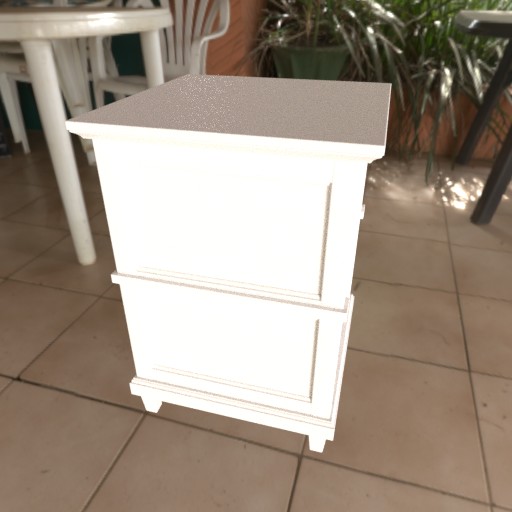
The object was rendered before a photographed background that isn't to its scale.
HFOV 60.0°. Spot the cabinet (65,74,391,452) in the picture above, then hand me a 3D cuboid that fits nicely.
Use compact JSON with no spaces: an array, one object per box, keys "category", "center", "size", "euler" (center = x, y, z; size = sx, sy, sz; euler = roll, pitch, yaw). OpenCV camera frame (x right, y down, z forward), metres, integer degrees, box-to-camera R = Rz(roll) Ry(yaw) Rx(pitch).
[{"category":"cabinet","center":[0.000,0.000,1.137],"size":[0.547,0.775,0.544],"euler":[8,32,13]}]
